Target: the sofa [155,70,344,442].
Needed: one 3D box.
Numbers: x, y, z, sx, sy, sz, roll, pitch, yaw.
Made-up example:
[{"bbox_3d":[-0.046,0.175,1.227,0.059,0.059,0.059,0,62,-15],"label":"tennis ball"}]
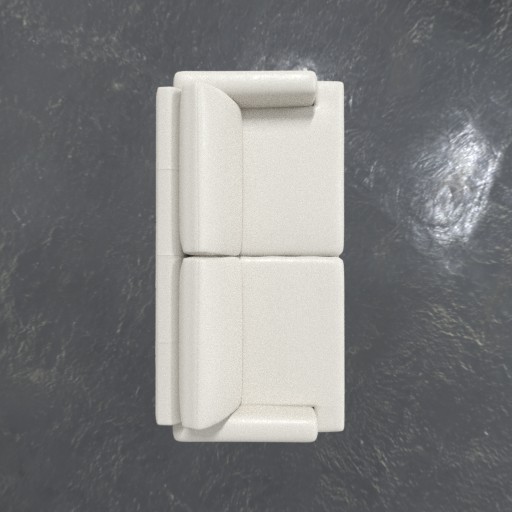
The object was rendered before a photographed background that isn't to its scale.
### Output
[{"bbox_3d":[0.000,0.000,2.422,0.974,0.765,1.940,0,89,1],"label":"sofa"}]
